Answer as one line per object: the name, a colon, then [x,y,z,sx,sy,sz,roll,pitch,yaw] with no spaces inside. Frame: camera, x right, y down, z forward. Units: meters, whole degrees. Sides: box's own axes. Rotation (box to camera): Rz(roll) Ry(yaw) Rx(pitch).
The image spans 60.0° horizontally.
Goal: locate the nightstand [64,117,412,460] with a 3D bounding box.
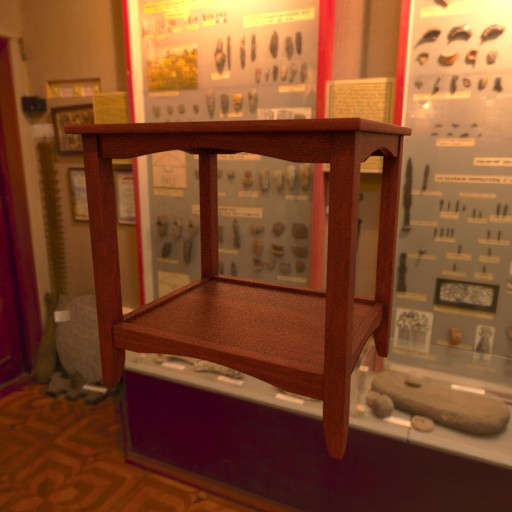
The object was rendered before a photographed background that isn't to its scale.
nightstand: [0.000,0.000,0.996,0.558,0.558,0.501,7,16,25]
